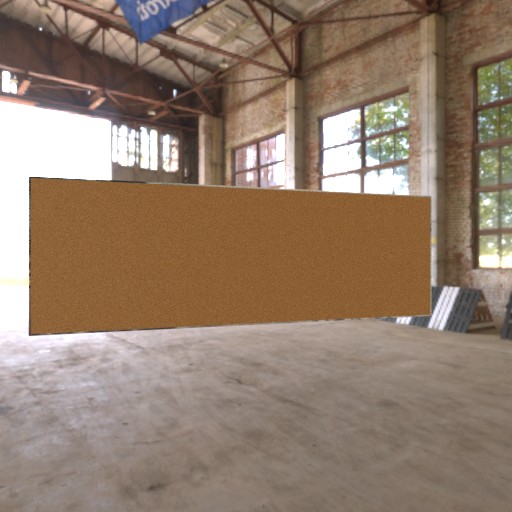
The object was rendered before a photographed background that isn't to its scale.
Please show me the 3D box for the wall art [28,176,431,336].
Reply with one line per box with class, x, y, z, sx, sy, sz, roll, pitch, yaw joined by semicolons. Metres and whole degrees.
wall art;0.000;0.000;0.827;0.759;0.251;0.037;0;0;-18
